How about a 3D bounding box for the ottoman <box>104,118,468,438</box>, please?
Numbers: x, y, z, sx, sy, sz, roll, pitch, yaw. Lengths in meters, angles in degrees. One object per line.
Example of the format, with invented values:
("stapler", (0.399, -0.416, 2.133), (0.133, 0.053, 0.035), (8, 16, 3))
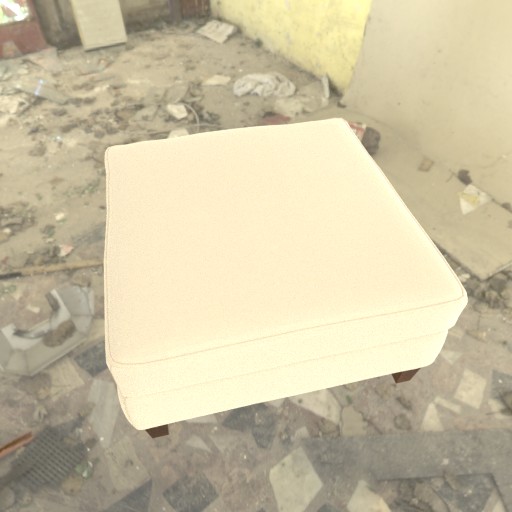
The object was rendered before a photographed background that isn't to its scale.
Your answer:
("ottoman", (0.000, 0.000, 1.350), (0.838, 0.479, 0.838), (-10, 47, -9))
